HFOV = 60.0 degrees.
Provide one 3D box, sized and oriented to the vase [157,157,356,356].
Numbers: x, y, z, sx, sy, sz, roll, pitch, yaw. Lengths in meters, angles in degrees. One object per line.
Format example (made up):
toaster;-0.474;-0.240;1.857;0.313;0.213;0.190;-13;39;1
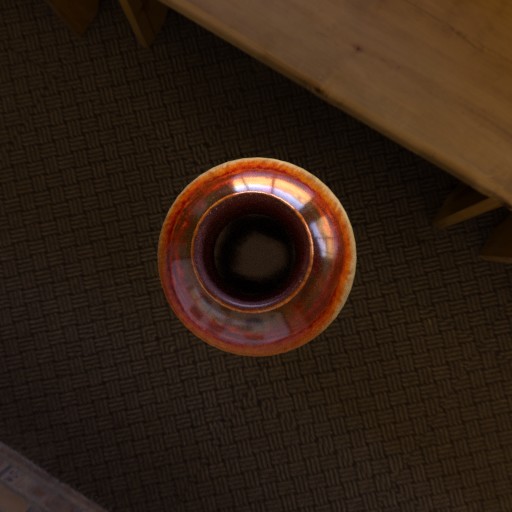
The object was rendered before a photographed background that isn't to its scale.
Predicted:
vase;0.000;0.000;0.224;0.111;0.154;0.111;0;89;1
